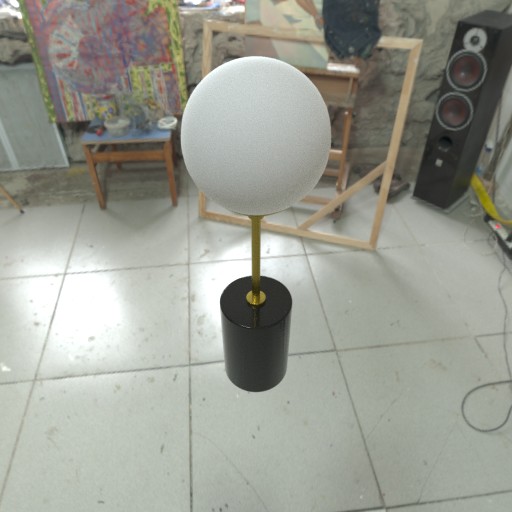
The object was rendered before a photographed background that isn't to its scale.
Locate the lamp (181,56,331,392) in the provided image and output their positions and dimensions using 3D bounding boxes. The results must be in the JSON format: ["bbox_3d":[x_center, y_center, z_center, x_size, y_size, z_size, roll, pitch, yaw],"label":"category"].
[{"bbox_3d":[0.000,0.000,0.566,0.153,0.480,0.153,0,42,0],"label":"lamp"}]
